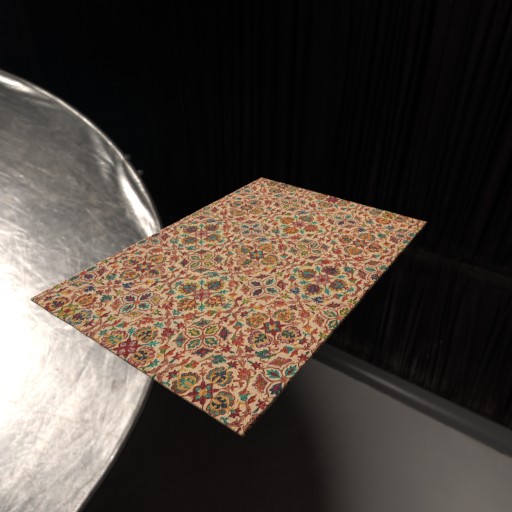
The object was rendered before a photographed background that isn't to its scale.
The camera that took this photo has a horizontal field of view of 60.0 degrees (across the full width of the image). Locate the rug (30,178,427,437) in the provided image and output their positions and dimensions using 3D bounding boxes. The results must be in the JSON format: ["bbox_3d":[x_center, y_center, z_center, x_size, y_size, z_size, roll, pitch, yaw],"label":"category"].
[{"bbox_3d":[0.000,0.000,2.947,1.541,0.018,2.297,21,37,30],"label":"rug"}]
